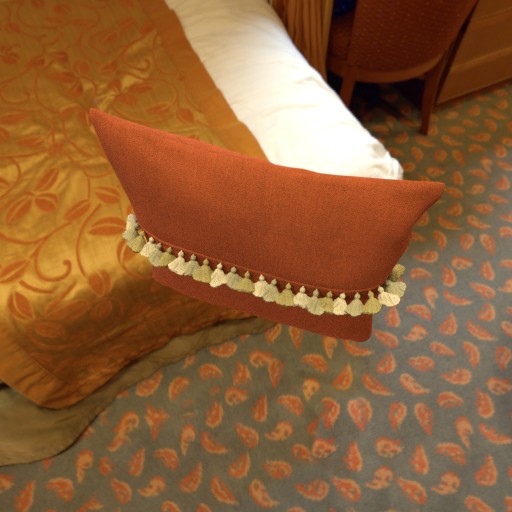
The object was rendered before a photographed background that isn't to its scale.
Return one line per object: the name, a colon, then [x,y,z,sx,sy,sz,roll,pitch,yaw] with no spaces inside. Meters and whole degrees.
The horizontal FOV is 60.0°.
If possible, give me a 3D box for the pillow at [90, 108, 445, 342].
pillow: [0.000,0.000,0.749,0.490,0.482,0.165,15,59,9]
